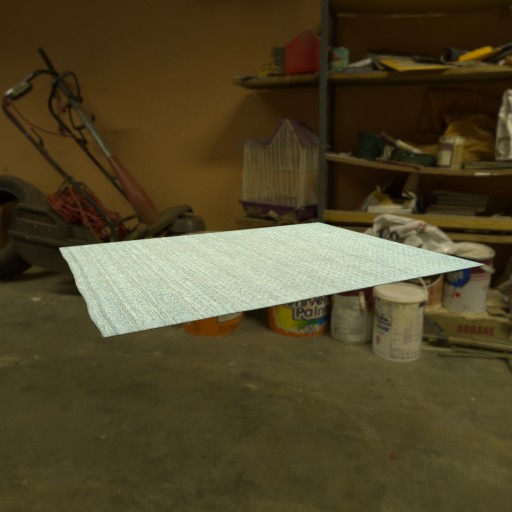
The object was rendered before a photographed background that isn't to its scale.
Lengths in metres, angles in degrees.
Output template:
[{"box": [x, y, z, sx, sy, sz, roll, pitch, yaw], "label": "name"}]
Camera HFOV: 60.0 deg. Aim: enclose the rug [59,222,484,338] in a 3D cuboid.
[{"box": [0.000, 0.000, 4.155, 3.200, 0.007, 2.443, -7, 16, -27], "label": "rug"}]
